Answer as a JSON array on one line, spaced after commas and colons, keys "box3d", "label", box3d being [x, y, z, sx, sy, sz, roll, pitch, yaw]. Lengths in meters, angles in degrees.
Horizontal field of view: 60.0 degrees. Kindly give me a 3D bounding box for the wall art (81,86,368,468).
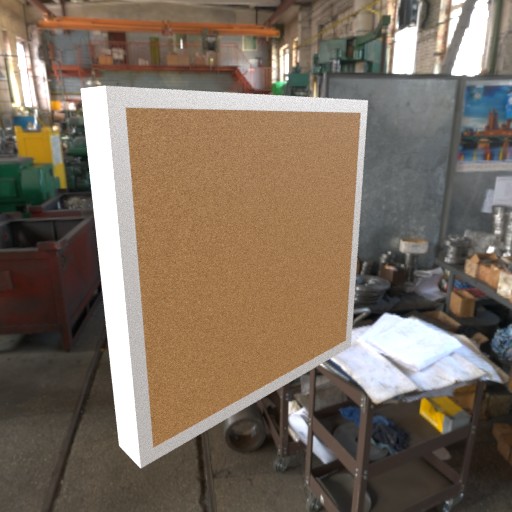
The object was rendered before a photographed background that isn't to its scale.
[{"box3d": [0.000, 0.000, 0.443, 0.305, 0.302, 0.038, -16, 23, -41], "label": "wall art"}]
